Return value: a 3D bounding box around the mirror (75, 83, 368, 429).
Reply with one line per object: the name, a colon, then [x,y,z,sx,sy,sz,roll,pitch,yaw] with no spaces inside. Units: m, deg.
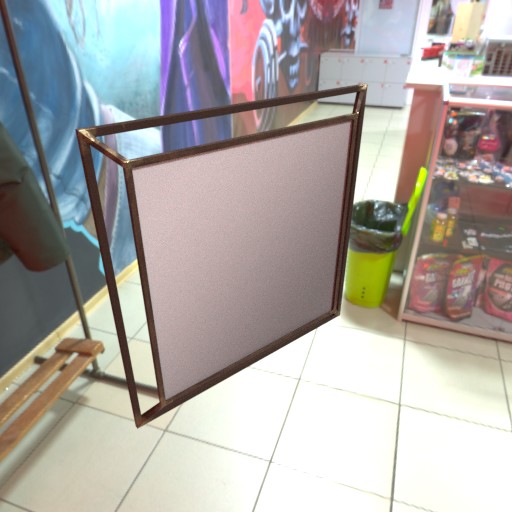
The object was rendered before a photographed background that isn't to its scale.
mirror: [0.000,0.000,0.917,0.610,0.610,0.032,-22,37,-32]
